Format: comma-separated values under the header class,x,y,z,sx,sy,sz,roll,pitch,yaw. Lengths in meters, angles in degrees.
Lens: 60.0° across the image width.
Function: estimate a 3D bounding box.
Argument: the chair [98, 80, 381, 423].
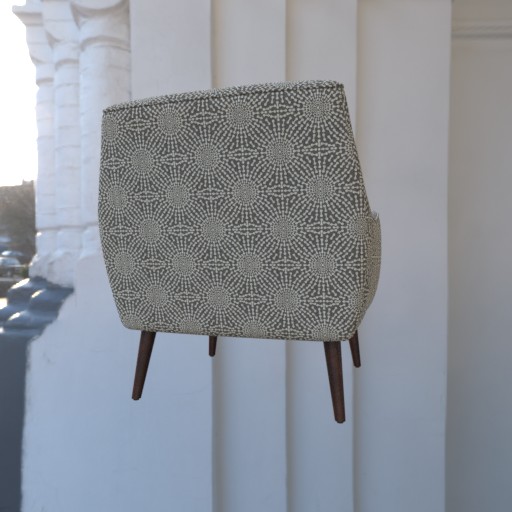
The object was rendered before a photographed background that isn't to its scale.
class,x,y,z,sx,sy,sz,roll,pitch,yaw
chair,0.000,0.000,1.428,0.762,0.838,0.787,0,0,17
